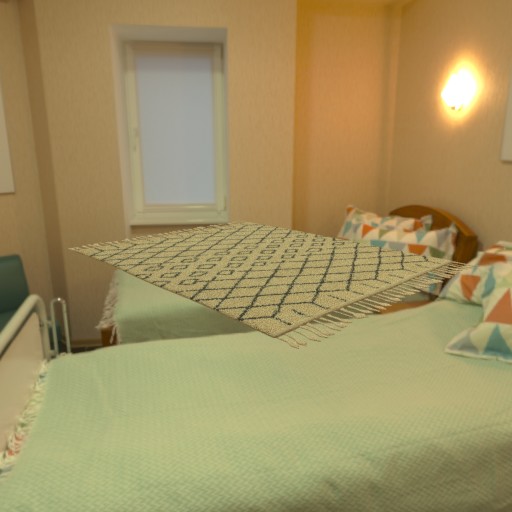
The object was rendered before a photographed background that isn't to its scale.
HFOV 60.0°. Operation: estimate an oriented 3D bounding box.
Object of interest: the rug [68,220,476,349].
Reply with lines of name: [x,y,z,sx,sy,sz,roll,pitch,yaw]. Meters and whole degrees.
rug: [0.000,0.000,4.291,2.388,0.030,3.213,-13,20,-42]
